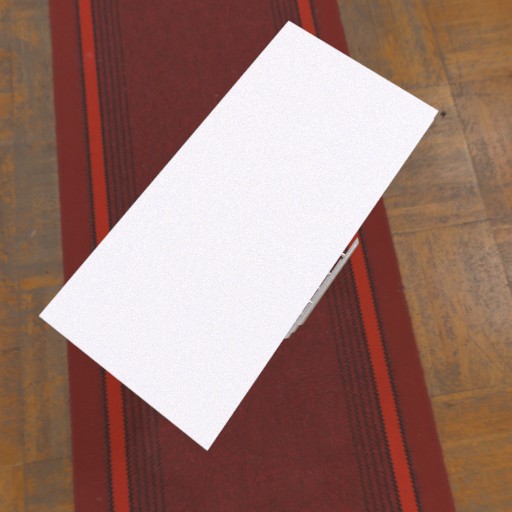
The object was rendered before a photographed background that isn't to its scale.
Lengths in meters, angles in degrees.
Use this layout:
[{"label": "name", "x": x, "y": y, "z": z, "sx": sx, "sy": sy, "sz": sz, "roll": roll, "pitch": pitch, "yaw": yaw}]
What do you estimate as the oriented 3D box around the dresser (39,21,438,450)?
[{"label": "dresser", "x": 0.000, "y": 0.000, "z": 1.254, "sx": 0.420, "sy": 0.740, "sz": 0.830, "roll": 35, "pitch": 78, "yaw": 8}]
